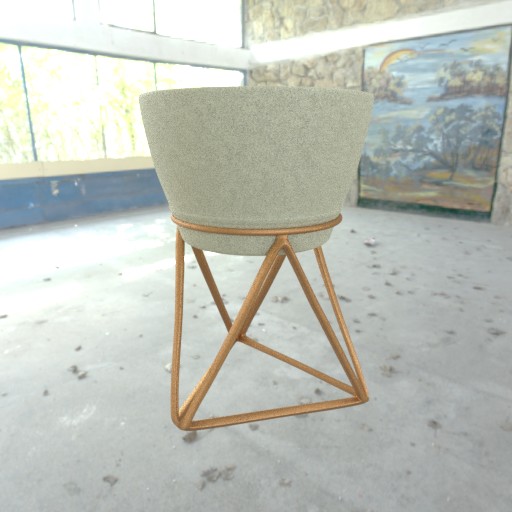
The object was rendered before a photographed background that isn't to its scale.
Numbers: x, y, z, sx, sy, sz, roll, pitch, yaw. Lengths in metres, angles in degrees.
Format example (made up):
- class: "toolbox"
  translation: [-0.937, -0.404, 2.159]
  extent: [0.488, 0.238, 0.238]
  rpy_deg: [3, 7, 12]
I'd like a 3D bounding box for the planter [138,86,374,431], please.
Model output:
- class: "planter"
  translation: [0.000, 0.000, 0.745]
  extent: [0.350, 0.504, 0.350]
  rpy_deg: [-15, 21, -43]
